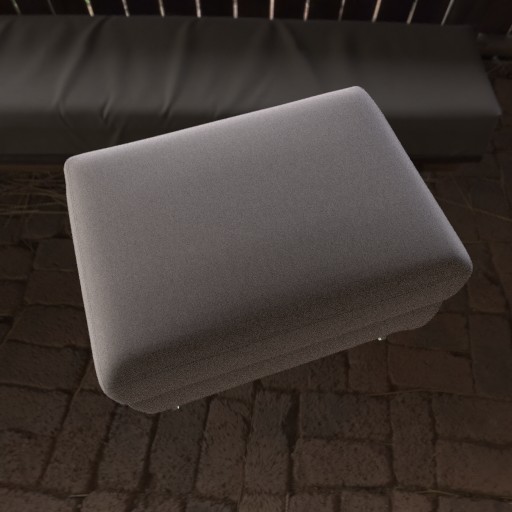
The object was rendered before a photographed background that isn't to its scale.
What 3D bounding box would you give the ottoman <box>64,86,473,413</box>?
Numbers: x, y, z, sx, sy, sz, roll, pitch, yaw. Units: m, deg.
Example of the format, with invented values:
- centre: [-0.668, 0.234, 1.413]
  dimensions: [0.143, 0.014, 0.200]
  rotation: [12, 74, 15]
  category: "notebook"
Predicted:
- centre: [0.000, 0.000, 1.119]
  dimensions: [0.773, 0.497, 0.574]
  rotation: [-17, 64, -8]
  category: "ottoman"
